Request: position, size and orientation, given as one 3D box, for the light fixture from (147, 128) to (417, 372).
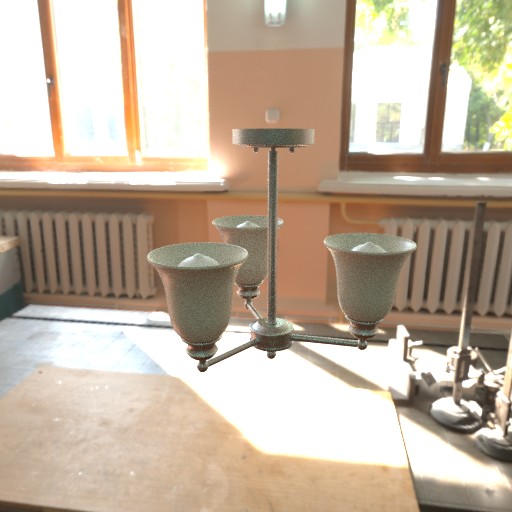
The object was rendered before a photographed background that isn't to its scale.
[{"bbox_3d":[0.000,0.000,0.672,0.388,0.370,0.354,14,20,42],"label":"light fixture"}]
